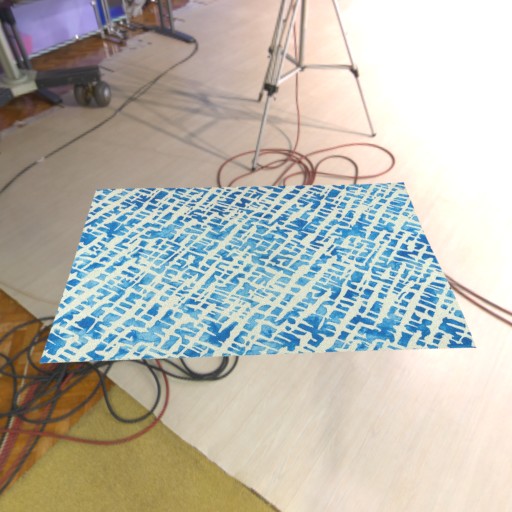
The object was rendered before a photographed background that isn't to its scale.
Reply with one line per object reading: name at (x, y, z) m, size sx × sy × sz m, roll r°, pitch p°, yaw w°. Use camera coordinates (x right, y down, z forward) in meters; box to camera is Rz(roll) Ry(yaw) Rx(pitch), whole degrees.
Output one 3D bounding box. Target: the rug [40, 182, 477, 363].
rug at (0.000, 0.000, 2.992) m, size 2.447 × 0.011 × 1.520 m, roll -2°, pitch 47°, yaw -2°
